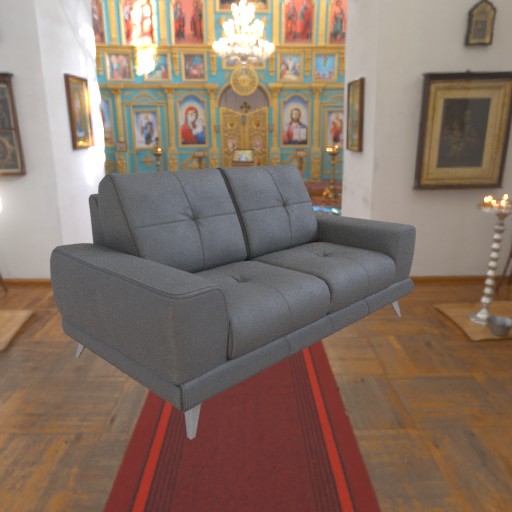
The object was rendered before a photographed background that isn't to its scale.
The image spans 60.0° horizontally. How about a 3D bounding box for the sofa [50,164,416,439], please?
[{"bbox_3d":[0.000,0.000,2.365,1.018,0.907,1.806,13,19,42],"label":"sofa"}]
